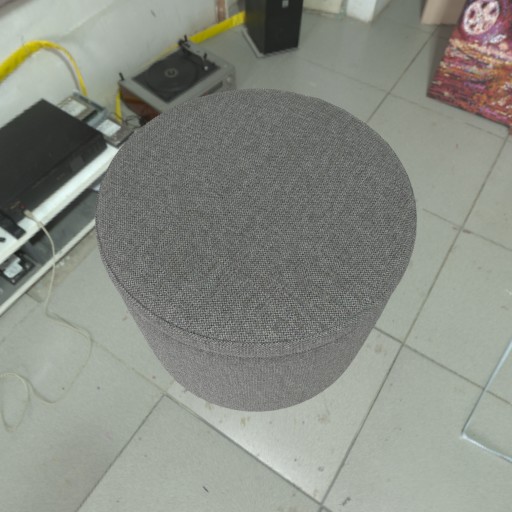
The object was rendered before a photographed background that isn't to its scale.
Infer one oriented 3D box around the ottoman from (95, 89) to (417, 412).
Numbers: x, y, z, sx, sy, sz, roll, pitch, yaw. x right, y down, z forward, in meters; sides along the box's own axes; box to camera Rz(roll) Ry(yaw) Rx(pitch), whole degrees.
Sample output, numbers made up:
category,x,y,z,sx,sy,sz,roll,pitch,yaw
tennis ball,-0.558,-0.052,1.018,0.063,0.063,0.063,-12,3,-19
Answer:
category,x,y,z,sx,sy,sz,roll,pitch,yaw
ottoman,0.000,0.000,0.877,0.520,0.430,0.520,0,59,0
